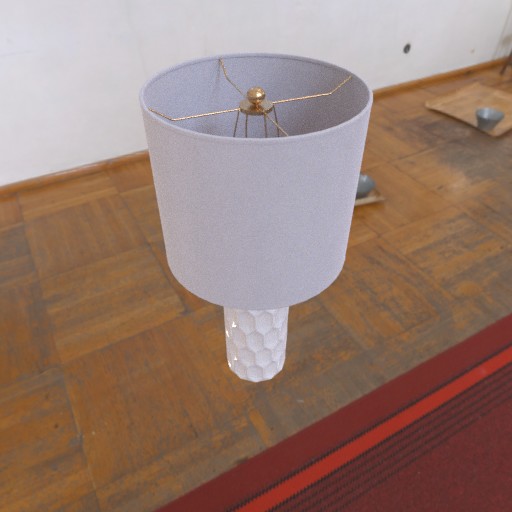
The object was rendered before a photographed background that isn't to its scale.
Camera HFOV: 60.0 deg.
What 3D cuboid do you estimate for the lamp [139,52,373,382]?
[{"bbox_3d":[0.000,0.000,0.708,0.277,0.537,0.277,11,42,12],"label":"lamp"}]
